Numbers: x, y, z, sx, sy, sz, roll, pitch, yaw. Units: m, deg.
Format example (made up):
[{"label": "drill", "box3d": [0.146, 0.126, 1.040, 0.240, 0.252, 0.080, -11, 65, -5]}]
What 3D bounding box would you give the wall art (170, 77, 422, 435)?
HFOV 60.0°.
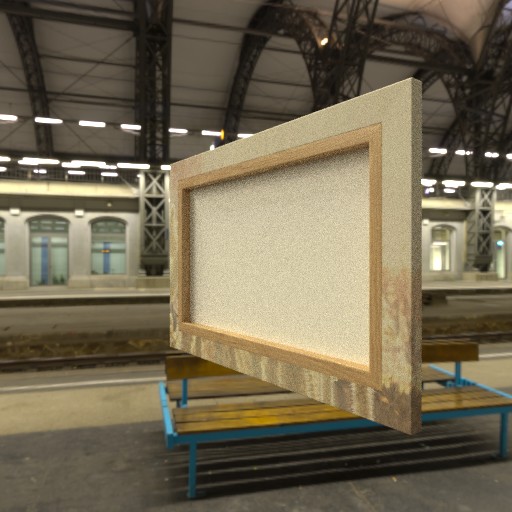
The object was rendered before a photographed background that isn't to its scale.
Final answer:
[{"label": "wall art", "box3d": [0.000, 0.000, 1.404, 0.041, 0.758, 1.142, 0, 0, -37]}]
